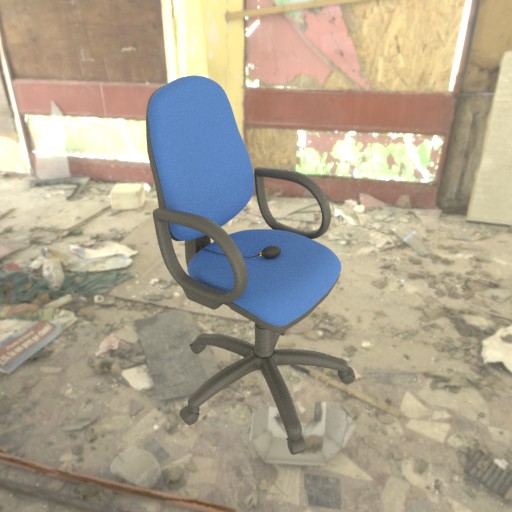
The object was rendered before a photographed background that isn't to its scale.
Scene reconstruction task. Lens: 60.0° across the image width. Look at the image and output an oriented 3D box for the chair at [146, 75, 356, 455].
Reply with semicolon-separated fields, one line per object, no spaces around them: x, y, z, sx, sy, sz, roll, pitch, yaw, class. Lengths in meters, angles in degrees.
0.000;0.000;1.232;0.549;0.905;0.552;18;32;30;chair
